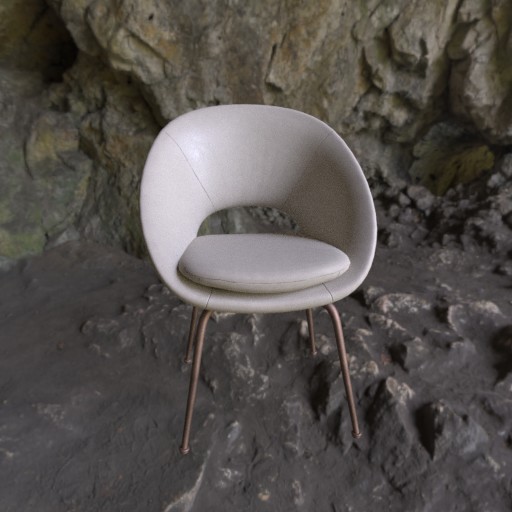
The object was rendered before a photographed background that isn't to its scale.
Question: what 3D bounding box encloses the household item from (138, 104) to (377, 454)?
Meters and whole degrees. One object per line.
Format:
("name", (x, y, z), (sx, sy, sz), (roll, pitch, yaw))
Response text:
("household item", (0.000, 0.000, 1.275), (0.623, 0.852, 0.573), (-2, 16, -7))
